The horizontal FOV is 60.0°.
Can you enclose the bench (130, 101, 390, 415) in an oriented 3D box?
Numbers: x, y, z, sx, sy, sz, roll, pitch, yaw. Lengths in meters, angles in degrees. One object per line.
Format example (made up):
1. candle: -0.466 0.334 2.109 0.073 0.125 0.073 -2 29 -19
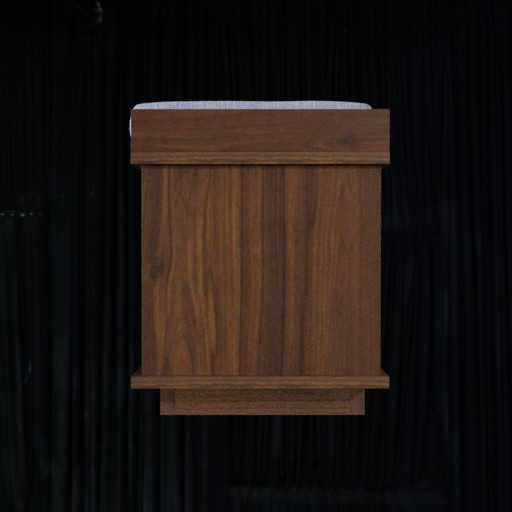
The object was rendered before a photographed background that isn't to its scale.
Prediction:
1. bench: 0.000 0.000 0.969 0.362 0.461 0.734 0 0 0
